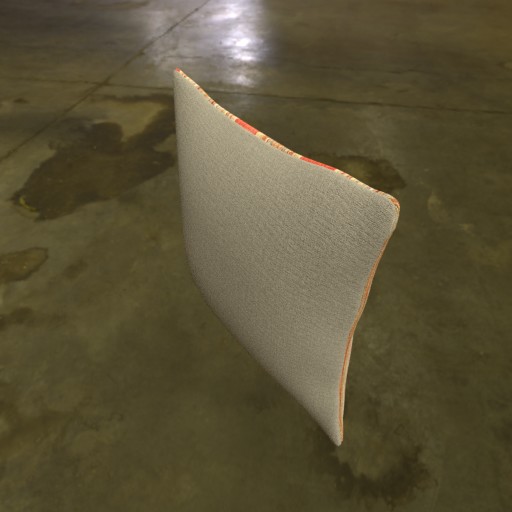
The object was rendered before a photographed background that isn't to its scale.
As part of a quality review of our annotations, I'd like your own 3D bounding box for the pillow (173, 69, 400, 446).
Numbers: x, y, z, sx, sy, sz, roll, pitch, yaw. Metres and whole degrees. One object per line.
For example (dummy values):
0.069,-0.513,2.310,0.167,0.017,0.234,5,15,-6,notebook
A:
0.000,0.000,0.643,0.136,0.419,0.437,-23,45,-25,pillow
